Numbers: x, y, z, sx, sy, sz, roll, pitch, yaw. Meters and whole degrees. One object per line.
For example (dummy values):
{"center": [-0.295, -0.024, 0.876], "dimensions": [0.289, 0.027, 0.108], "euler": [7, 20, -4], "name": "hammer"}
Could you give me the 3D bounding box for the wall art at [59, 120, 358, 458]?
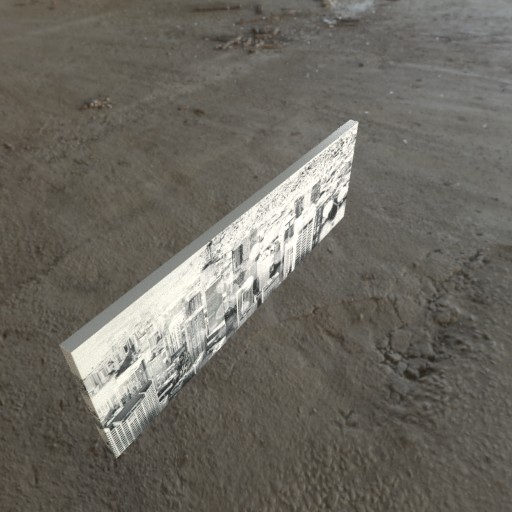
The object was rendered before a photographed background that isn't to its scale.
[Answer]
{"center": [0.000, 0.000, 1.644], "dimensions": [0.044, 0.507, 1.520], "euler": [24, 46, 26], "name": "wall art"}
